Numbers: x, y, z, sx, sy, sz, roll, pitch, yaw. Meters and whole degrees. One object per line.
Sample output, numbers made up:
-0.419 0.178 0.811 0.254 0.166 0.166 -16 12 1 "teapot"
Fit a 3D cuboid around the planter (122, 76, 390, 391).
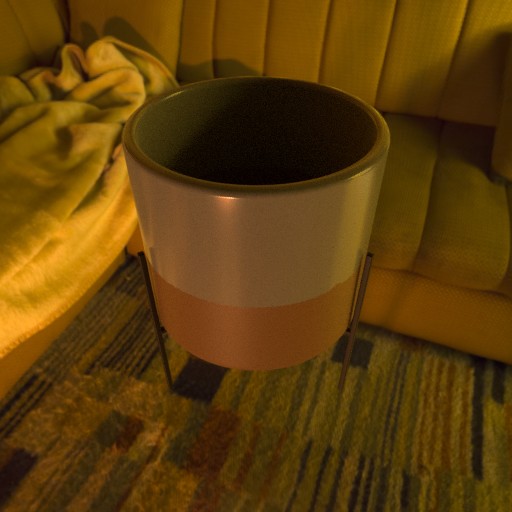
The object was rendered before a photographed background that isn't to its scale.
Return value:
0.000 0.000 0.739 0.348 0.480 0.360 0 41 0 "planter"
